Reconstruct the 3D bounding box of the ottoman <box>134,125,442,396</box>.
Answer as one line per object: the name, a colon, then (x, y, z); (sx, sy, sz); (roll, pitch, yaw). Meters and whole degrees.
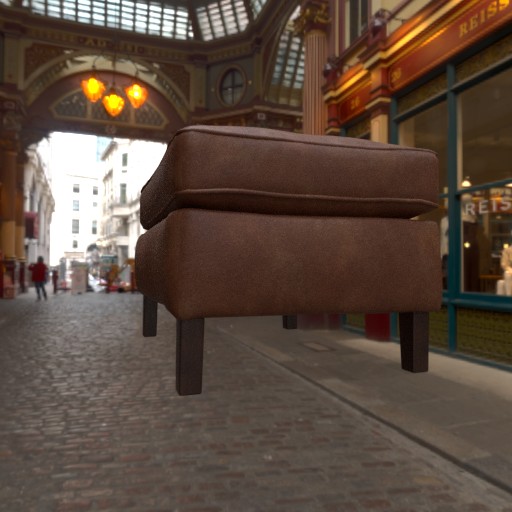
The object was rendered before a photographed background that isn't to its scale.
ottoman: (0.000, 0.000, 0.994); (0.501, 0.418, 0.665); (0, -1, -19)
